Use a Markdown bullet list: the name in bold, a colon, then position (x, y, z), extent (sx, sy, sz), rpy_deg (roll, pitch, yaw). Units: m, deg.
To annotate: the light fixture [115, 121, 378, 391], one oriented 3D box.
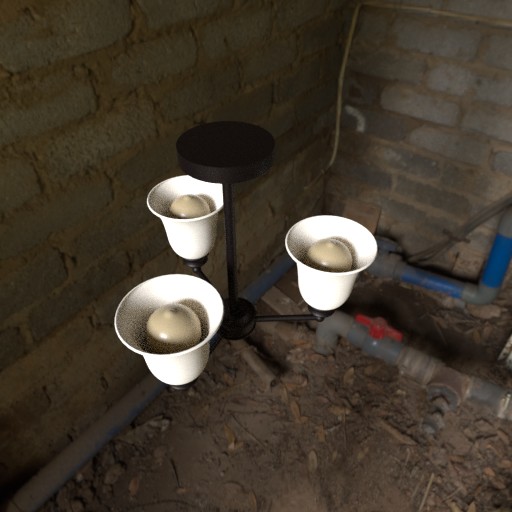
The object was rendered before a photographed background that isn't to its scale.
- **light fixture**: position (0.000, 0.000, 0.662), extent (0.354, 0.370, 0.388), rpy_deg (-1, 41, -1)
